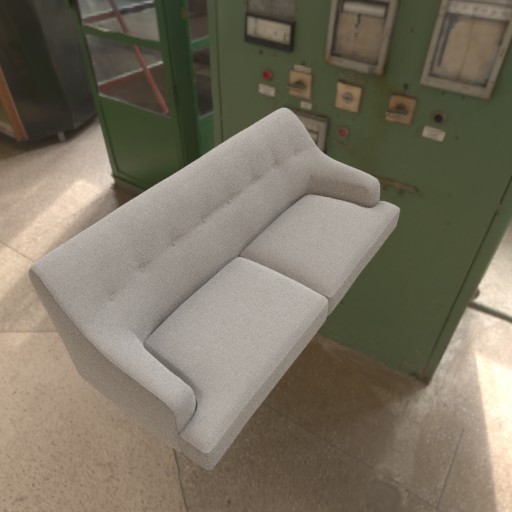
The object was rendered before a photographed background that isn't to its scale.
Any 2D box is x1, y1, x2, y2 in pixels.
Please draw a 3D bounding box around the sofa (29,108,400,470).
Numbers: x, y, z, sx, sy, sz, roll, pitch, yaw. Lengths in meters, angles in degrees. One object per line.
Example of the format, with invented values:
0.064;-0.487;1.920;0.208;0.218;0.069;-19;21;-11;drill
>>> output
0.000;0.000;2.512;0.978;0.871;2.057;25;47;25;sofa
